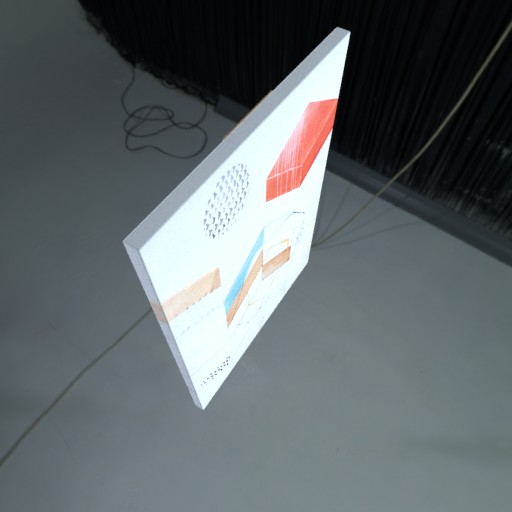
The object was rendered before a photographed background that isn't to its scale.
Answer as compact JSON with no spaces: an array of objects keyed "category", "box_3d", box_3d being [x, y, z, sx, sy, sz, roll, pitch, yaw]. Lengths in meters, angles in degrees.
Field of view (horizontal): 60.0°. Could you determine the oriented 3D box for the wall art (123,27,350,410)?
[{"category":"wall art","box_3d":[0.000,0.000,1.083,0.036,0.848,0.613,29,62,17]}]
